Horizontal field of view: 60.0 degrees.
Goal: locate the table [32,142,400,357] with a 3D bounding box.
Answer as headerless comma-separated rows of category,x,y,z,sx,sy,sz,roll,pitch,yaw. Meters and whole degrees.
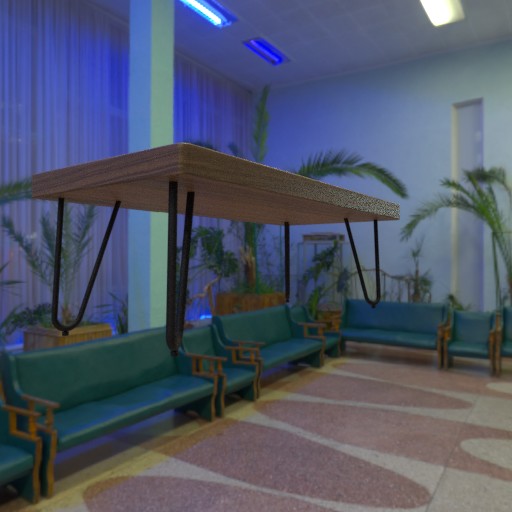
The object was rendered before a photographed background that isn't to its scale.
table,0.000,0.000,1.655,0.637,0.468,1.375,0,0,36
